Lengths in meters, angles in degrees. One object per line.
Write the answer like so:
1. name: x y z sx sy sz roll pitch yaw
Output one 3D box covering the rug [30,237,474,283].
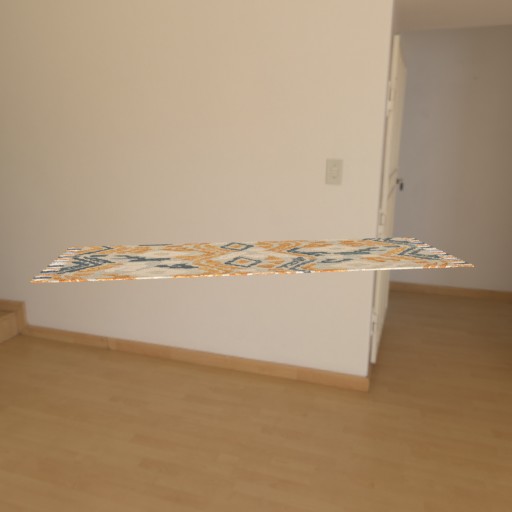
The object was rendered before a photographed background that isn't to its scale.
1. rug: 0.000 0.000 2.769 2.437 0.010 0.783 -2 15 -7
